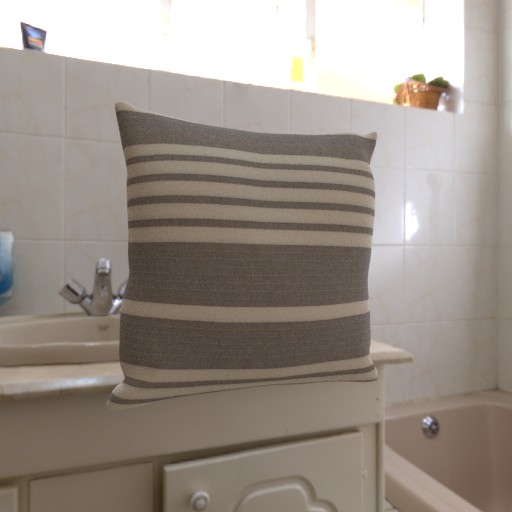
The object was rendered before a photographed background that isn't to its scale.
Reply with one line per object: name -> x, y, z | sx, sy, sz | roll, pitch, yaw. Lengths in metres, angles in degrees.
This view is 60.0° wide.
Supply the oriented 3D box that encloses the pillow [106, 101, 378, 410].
pillow -> 0.000, 0.000, 0.689 | 0.439, 0.440, 0.182 | 0, -1, -18
